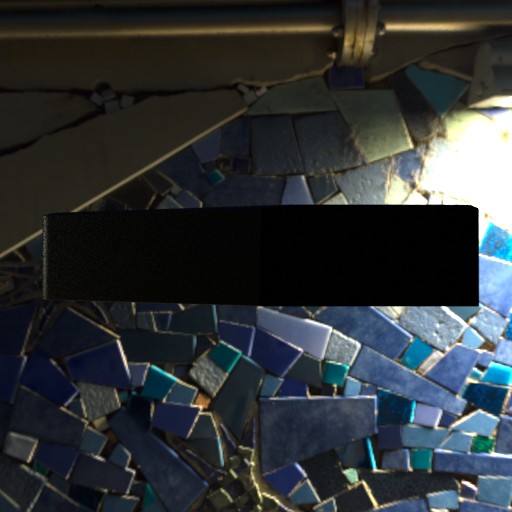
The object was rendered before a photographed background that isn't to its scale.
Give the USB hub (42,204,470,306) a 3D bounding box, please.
[{"bbox_3d":[0.000,0.000,0.123,0.110,0.023,0.044,0,0,16],"label":"USB hub"}]
